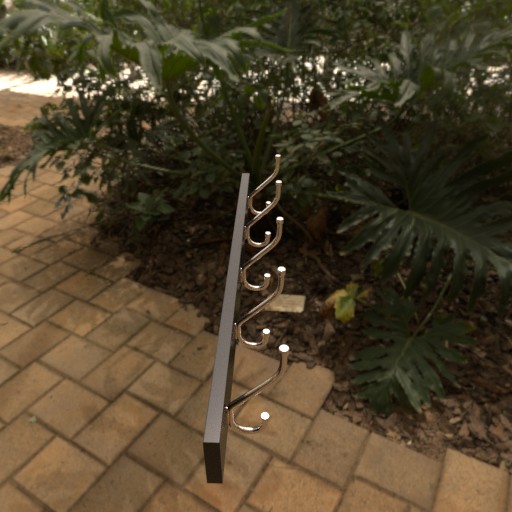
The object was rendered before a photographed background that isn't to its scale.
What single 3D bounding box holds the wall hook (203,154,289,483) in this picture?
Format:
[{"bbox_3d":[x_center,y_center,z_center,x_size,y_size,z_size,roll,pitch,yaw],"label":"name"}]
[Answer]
[{"bbox_3d":[0.000,0.000,0.603,0.071,0.117,0.571,1,33,1],"label":"wall hook"}]
